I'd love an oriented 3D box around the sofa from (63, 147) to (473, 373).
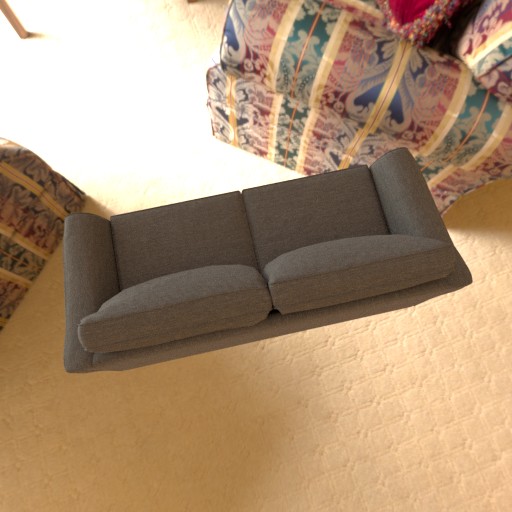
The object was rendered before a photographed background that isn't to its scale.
[{"bbox_3d":[0.000,0.000,2.747,2.270,0.950,0.971,-12,75,-3],"label":"sofa"}]
